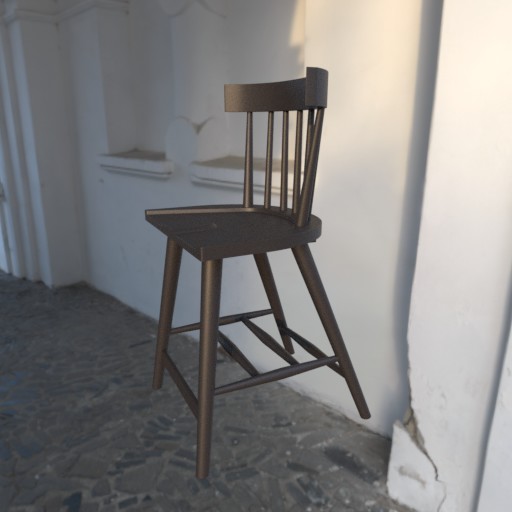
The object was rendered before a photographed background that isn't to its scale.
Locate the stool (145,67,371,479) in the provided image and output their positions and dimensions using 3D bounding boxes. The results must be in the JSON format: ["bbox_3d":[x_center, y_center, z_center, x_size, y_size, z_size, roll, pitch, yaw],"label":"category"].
[{"bbox_3d":[0.000,0.000,1.266,0.549,0.953,0.494,-8,18,-26],"label":"stool"}]
